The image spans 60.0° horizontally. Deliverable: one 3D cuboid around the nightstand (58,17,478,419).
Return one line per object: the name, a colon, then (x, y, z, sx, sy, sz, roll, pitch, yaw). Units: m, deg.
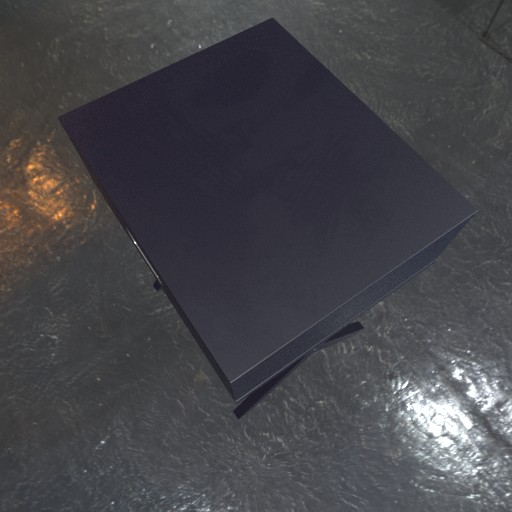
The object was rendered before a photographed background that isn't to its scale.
nightstand: (0.000, 0.000, 0.915, 0.402, 0.623, 0.479, -32, 68, -14)
